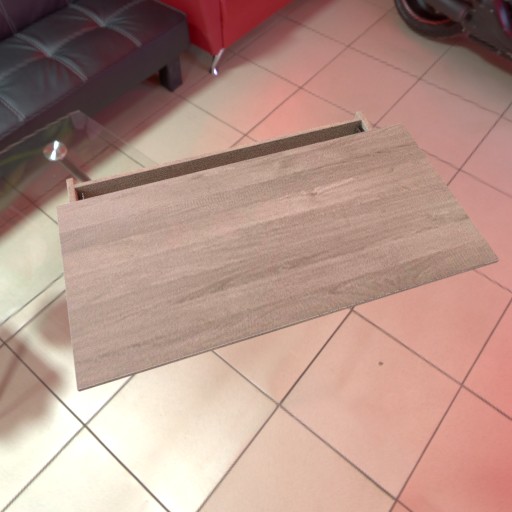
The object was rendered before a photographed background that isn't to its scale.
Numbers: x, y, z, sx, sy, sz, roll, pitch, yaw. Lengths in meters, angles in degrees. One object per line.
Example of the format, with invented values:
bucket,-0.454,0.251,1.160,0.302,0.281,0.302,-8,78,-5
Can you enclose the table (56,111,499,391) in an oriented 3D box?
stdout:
table,0.000,0.000,1.403,1.000,0.570,0.712,-16,60,-9
